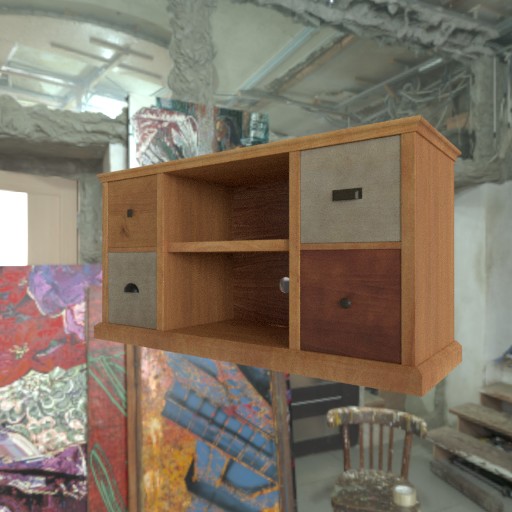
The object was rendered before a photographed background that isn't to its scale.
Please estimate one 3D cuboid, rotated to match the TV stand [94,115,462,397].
[{"bbox_3d":[0.000,0.000,1.464,1.181,0.607,0.417,0,0,36],"label":"TV stand"}]
